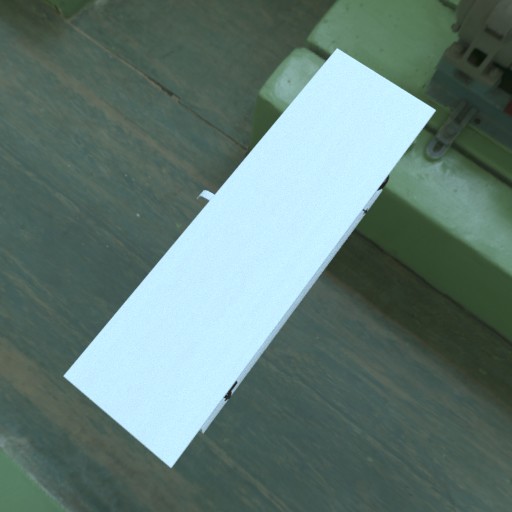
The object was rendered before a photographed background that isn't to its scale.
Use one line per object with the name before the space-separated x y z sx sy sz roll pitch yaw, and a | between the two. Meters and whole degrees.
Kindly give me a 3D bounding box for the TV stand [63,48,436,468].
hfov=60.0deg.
TV stand | 0.000 0.000 1.486 0.424 0.624 1.187 36 79 9
